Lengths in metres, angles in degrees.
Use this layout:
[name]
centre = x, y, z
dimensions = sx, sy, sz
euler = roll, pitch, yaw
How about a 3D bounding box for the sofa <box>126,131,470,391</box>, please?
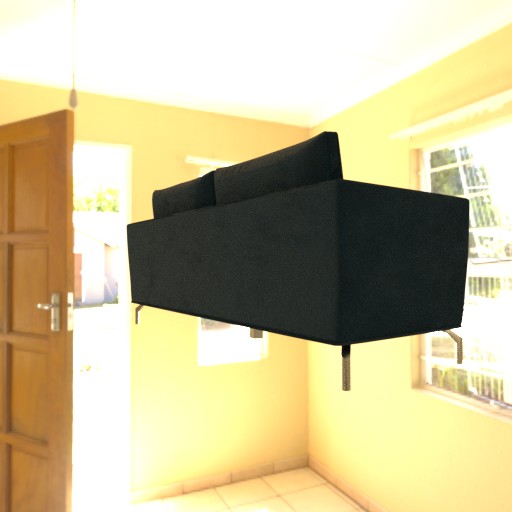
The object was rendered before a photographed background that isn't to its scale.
[sofa]
centre = 0.000, 0.000, 2.665
dimensions = 0.853, 0.998, 2.212
euler = 1, -1, -35
